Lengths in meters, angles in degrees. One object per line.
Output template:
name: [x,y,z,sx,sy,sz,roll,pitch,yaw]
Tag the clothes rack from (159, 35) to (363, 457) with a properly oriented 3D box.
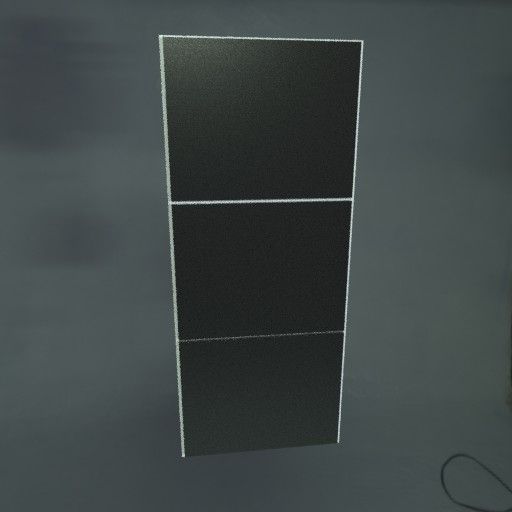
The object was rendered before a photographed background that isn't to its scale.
clothes rack: [0.000,0.000,1.384,0.500,1.187,0.330,-2,16,-7]
